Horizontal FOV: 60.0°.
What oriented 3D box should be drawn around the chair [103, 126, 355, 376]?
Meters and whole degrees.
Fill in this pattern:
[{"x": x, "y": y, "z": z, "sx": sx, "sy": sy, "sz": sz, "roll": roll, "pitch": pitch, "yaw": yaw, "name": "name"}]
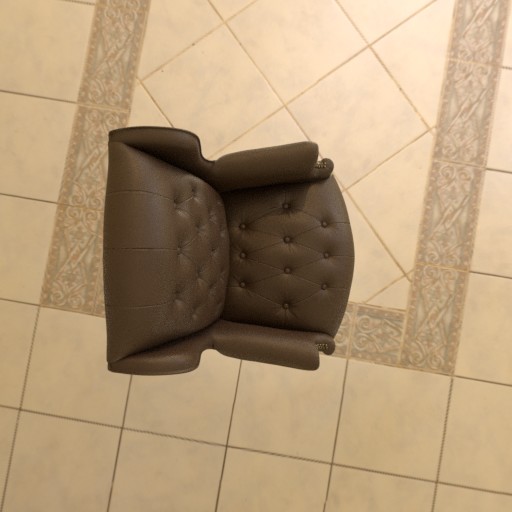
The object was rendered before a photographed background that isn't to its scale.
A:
[{"x": 0.000, "y": 0.000, "z": 1.700, "sx": 0.819, "sy": 1.132, "sz": 0.829, "roll": 0, "pitch": 88, "yaw": 1, "name": "chair"}]
